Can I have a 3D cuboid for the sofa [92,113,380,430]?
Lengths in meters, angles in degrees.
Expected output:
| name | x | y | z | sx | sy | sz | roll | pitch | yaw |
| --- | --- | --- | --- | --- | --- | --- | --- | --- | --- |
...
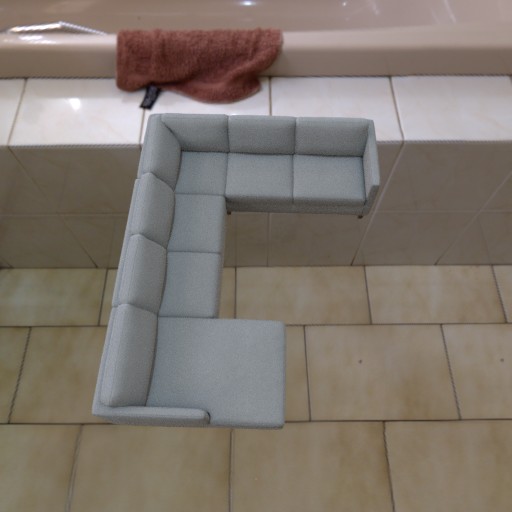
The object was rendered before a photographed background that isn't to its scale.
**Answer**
| name | x | y | z | sx | sy | sz | roll | pitch | yaw |
| --- | --- | --- | --- | --- | --- | --- | --- | --- | --- |
| sofa | 0.000 | 0.000 | 4.455 | 2.551 | 0.853 | 3.238 | 2 | 63 | 1 |
